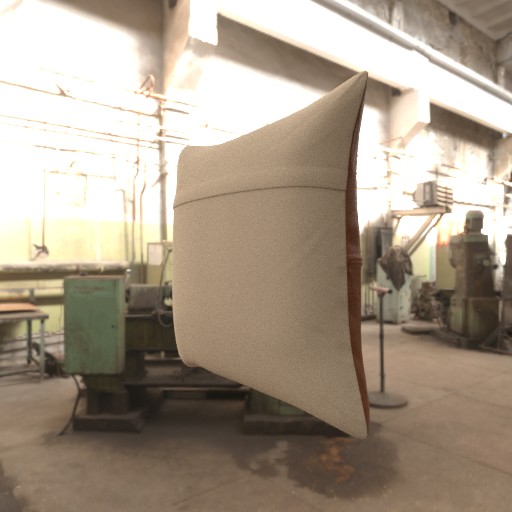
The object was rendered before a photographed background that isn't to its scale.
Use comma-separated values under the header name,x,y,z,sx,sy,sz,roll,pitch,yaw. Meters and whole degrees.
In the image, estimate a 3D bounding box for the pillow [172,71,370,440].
name,x,y,z,sx,sy,sz,roll,pitch,yaw
pillow,0.000,0.000,0.771,0.192,0.477,0.501,0,0,-36
